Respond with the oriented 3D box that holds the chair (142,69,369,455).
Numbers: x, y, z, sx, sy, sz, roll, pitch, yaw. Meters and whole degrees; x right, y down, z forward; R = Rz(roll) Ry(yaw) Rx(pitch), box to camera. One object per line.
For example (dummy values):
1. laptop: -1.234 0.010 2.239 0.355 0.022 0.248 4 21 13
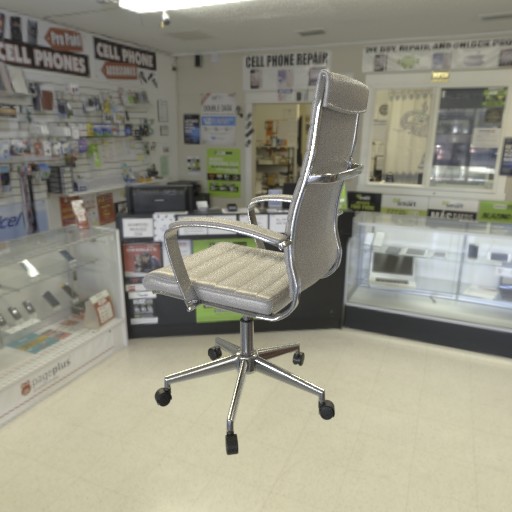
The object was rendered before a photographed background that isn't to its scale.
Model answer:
1. chair: 0.000 0.000 1.569 0.667 1.149 0.679 8 18 25
